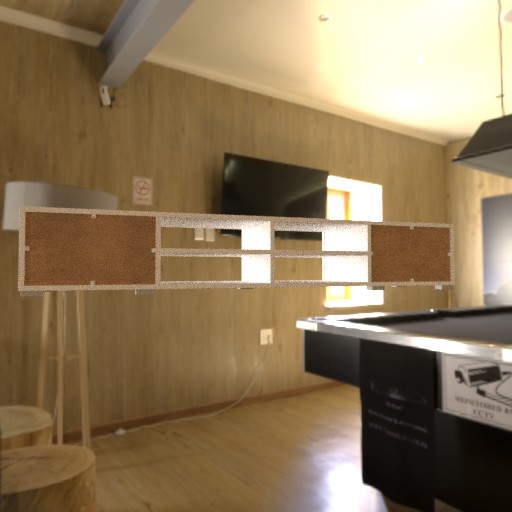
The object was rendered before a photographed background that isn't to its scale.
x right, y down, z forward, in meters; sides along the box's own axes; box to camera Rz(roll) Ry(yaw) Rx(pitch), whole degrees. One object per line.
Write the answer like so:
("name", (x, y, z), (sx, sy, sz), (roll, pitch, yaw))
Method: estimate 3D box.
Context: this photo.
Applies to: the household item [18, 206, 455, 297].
("household item", (0.000, 0.000, 2.007), (1.850, 0.310, 0.420), (1, -2, -19))
